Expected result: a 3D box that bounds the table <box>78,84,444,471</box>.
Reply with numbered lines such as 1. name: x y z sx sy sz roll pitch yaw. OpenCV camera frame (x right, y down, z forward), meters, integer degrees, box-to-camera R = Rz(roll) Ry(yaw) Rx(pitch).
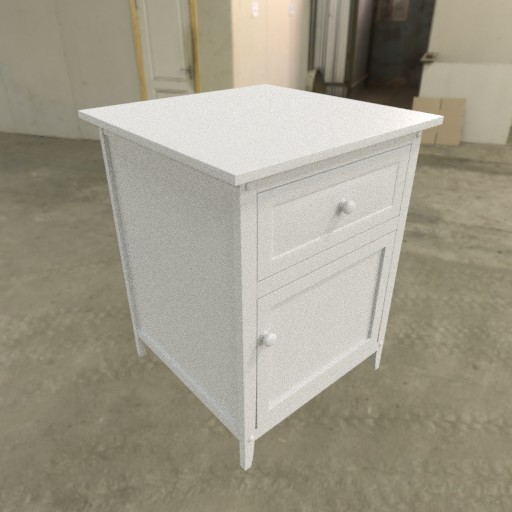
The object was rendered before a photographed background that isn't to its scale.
1. table: 0.000 0.000 0.769 0.381 0.483 0.381 -23 37 -35
